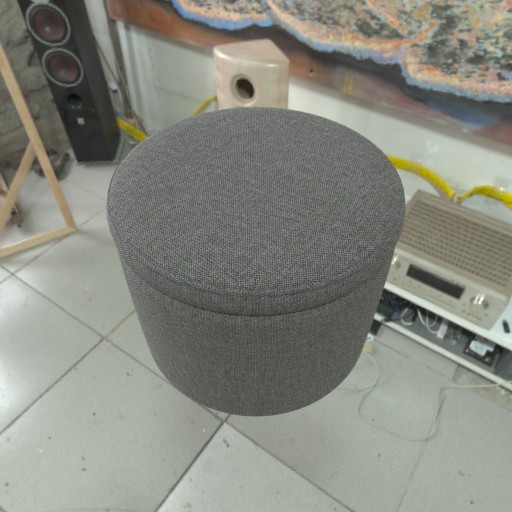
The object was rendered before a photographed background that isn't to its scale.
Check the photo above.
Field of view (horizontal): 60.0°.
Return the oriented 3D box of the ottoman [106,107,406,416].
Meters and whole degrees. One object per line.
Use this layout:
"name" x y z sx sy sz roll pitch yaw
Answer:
"ottoman" 0.000 0.000 0.915 0.520 0.430 0.520 0 47 0
